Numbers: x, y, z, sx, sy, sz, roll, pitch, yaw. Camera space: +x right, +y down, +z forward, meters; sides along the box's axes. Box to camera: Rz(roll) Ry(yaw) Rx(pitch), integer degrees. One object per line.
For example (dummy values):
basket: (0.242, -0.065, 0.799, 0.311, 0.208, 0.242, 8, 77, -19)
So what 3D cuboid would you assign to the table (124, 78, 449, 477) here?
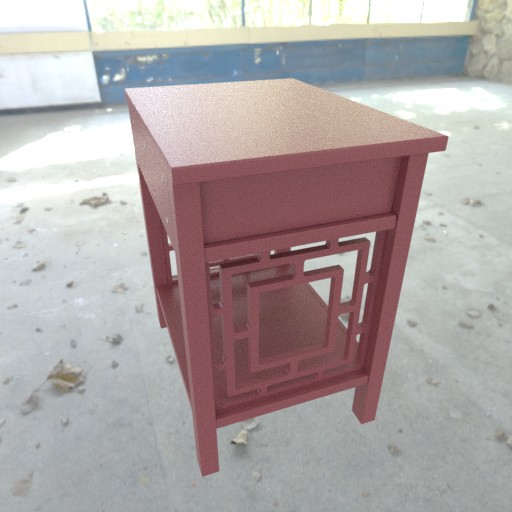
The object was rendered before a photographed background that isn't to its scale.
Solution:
table: (0.000, 0.000, 1.055, 0.451, 0.686, 0.599, -11, 32, -17)
